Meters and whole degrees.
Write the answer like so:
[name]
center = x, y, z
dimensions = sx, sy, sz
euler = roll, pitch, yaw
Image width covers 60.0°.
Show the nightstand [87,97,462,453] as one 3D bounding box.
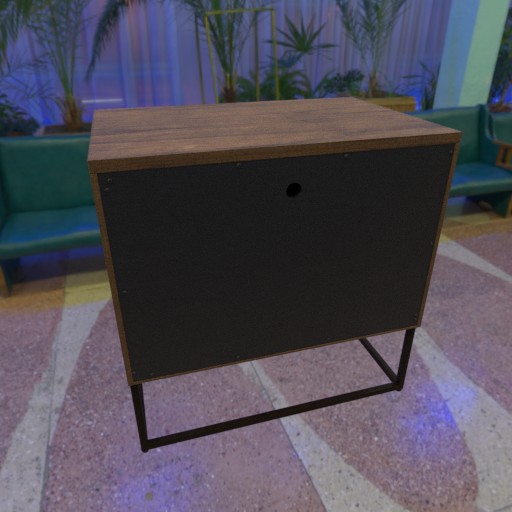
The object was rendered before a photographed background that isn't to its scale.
[nightstand]
center = 0.000, 0.000, 1.007
dimensions = 0.610, 0.610, 0.437
euler = -8, 29, -15
